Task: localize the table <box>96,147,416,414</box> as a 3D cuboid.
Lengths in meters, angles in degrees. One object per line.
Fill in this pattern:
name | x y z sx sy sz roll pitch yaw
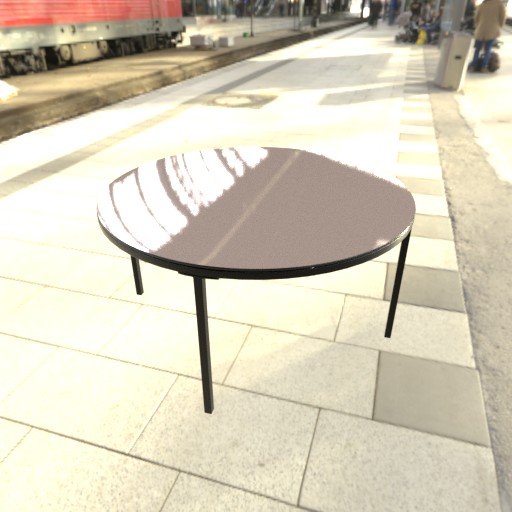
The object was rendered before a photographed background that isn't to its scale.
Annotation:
table | 0.000 0.000 1.259 0.800 0.400 0.800 0 30 0
